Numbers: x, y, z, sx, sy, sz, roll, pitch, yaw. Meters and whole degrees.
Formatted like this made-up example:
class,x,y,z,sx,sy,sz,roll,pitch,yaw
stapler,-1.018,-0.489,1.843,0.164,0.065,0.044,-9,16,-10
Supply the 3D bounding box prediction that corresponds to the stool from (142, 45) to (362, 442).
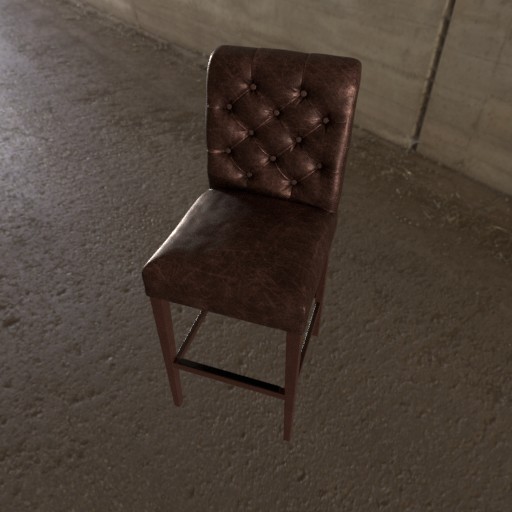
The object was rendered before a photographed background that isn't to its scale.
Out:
class,x,y,z,sx,sy,sz,roll,pitch,yaw
stool,0.000,0.000,1.515,0.483,1.168,0.659,12,43,14
